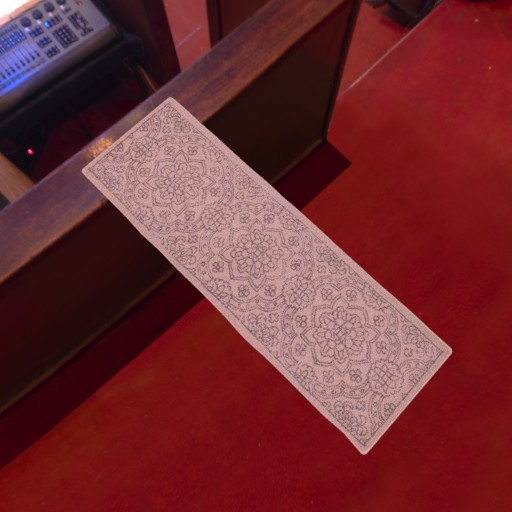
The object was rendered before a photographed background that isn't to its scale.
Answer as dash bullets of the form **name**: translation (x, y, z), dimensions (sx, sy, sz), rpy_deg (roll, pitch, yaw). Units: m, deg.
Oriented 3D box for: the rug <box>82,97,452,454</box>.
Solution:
- **rug**: translation (0.000, 0.000, 2.722), dimensions (2.431, 0.006, 0.806), rpy_deg (44, 78, 11)
